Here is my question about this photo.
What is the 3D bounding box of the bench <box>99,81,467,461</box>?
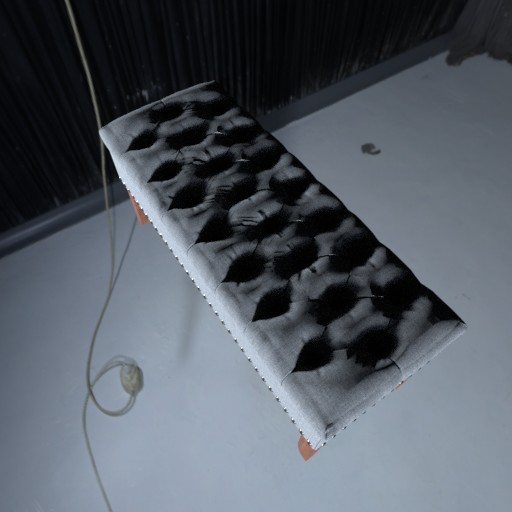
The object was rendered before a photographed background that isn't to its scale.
[{"bbox_3d":[0.000,0.000,1.307,0.417,0.470,1.052,-30,62,-18],"label":"bench"}]
